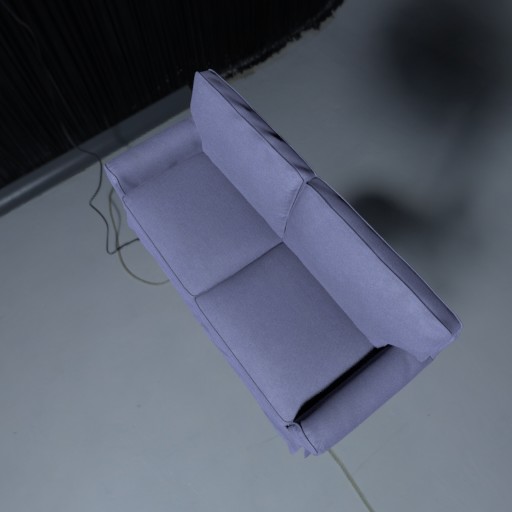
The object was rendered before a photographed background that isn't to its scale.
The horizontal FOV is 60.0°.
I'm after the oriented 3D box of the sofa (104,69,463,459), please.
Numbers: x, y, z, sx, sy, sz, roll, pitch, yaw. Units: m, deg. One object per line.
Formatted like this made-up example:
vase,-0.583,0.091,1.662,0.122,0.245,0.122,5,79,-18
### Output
sofa,0.000,0.000,2.778,0.983,1.094,2.256,-34,68,-15
